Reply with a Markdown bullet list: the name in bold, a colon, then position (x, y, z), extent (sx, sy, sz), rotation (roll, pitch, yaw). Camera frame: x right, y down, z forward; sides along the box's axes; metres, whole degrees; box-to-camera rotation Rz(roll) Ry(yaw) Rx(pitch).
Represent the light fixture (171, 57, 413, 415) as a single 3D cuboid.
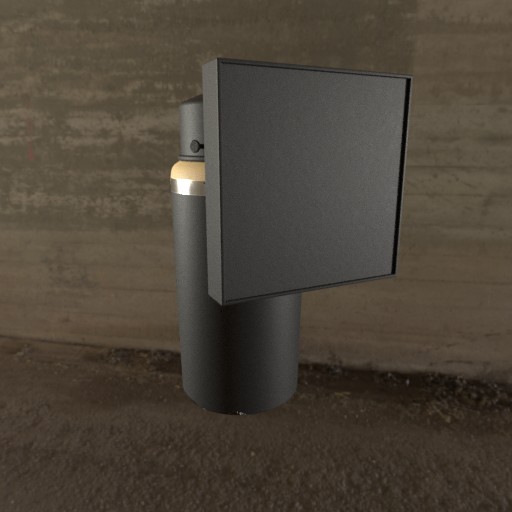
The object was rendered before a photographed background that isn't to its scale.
- **light fixture**: position (0.000, 0.000, 0.353), extent (0.130, 0.257, 0.176), rotation (-7, 16, -26)
